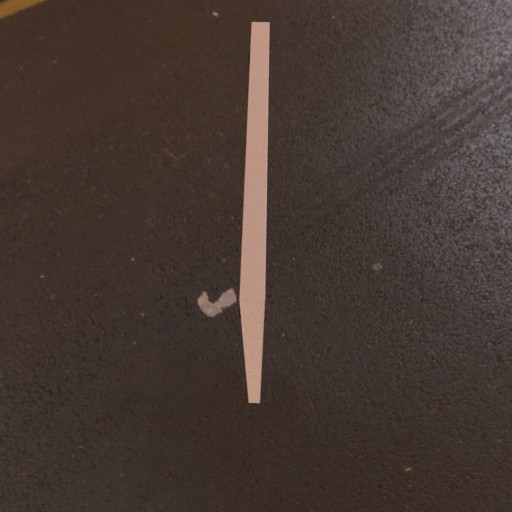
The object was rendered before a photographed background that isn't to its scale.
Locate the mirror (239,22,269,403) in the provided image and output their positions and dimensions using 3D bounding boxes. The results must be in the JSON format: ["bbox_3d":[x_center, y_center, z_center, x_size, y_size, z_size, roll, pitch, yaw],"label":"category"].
[{"bbox_3d":[0.000,0.000,1.177,0.041,0.915,0.609,1,63,1],"label":"mirror"}]
